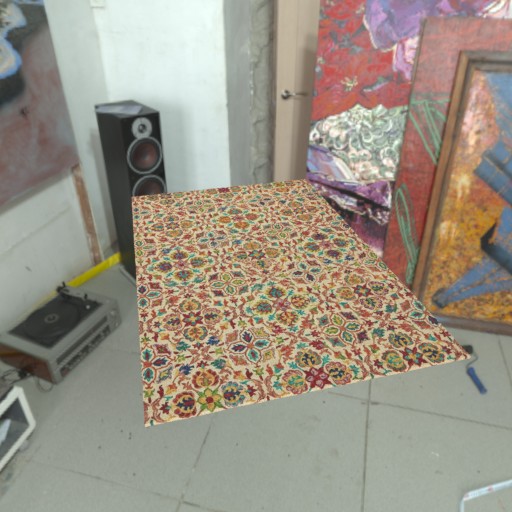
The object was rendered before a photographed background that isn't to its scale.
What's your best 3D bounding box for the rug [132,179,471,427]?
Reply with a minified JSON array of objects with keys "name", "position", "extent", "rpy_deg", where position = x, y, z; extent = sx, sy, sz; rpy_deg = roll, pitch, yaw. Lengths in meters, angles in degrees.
[{"name":"rug","position":[0.000,0.000,2.319],"extent":[1.226,0.013,1.838],"rpy_deg":[-8,33,-12]}]
